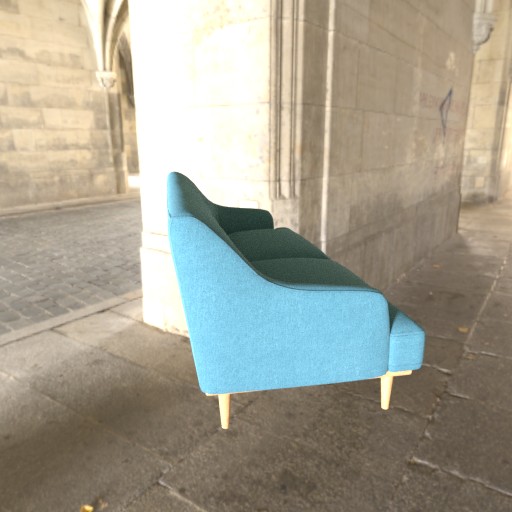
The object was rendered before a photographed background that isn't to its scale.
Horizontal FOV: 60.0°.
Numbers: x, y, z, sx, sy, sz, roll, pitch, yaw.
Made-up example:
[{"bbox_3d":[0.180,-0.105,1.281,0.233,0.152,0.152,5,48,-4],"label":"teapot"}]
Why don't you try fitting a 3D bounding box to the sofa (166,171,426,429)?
[{"bbox_3d":[0.000,0.000,2.568,0.978,0.871,2.057,-3,15,-11],"label":"sofa"}]
